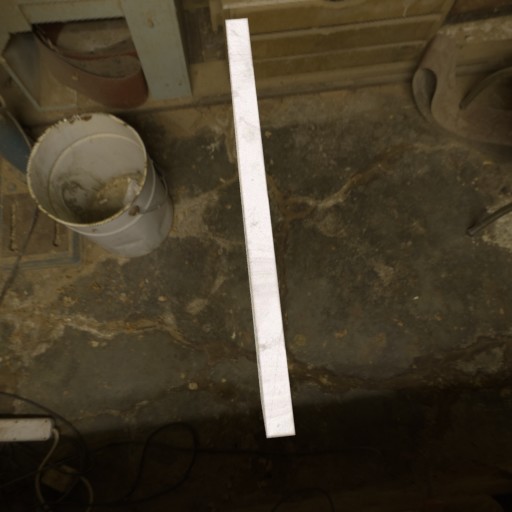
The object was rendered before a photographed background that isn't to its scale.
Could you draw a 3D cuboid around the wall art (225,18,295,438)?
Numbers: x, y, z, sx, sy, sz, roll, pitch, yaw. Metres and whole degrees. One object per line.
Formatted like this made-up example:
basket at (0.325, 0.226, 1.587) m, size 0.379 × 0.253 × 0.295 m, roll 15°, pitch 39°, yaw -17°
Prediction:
wall art at (0.000, 0.000, 0.757) m, size 0.029 × 0.506 × 0.508 m, roll -6°, pitch 76°, yaw -1°
